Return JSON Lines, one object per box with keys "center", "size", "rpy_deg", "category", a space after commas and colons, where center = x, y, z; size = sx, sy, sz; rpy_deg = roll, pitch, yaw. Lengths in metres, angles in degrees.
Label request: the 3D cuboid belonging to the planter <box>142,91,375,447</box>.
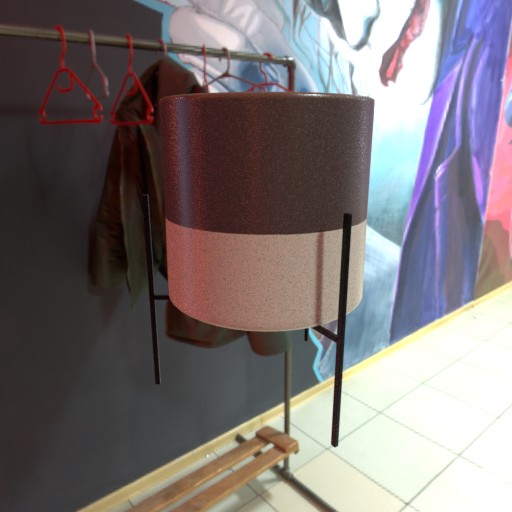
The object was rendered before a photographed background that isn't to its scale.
{"center": [0.000, 0.000, 0.527], "size": [0.260, 0.353, 0.250], "rpy_deg": [-2, 16, -7], "category": "planter"}
